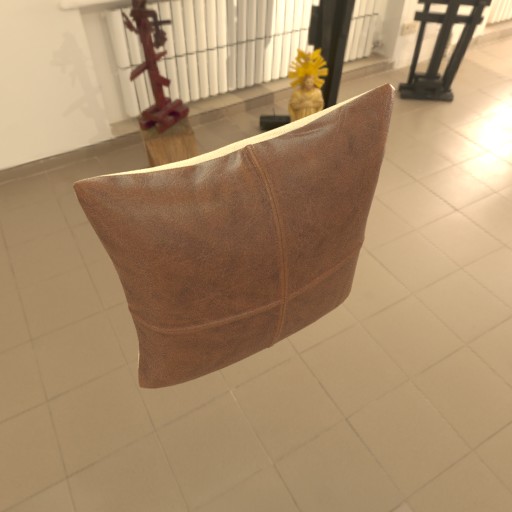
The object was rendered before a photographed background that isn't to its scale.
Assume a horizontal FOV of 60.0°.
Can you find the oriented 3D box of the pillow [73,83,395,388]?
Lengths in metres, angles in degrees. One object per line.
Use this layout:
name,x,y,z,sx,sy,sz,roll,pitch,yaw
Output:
pillow,0.000,0.000,0.727,0.484,0.470,0.192,-23,50,-20
